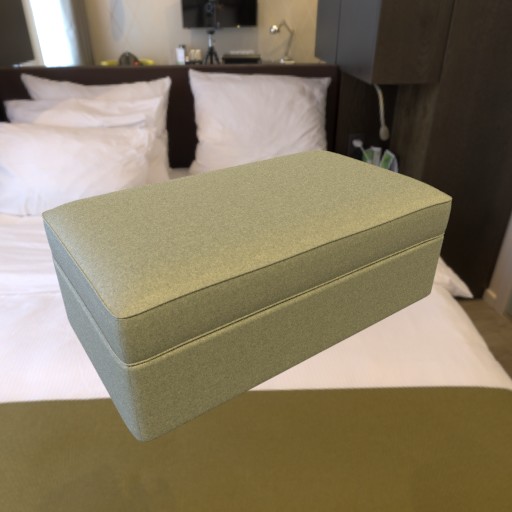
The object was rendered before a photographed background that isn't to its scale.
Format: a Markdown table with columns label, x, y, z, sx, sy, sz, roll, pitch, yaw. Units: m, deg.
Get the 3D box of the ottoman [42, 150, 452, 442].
| label | x | y | z | sx | sy | sz | roll | pitch | yaw |
| --- | --- | --- | --- | --- | --- | --- | --- | --- | --- |
| ottoman | 0.000 | 0.000 | 1.513 | 1.173 | 0.494 | 0.681 | -19 | 34 | -30 |
